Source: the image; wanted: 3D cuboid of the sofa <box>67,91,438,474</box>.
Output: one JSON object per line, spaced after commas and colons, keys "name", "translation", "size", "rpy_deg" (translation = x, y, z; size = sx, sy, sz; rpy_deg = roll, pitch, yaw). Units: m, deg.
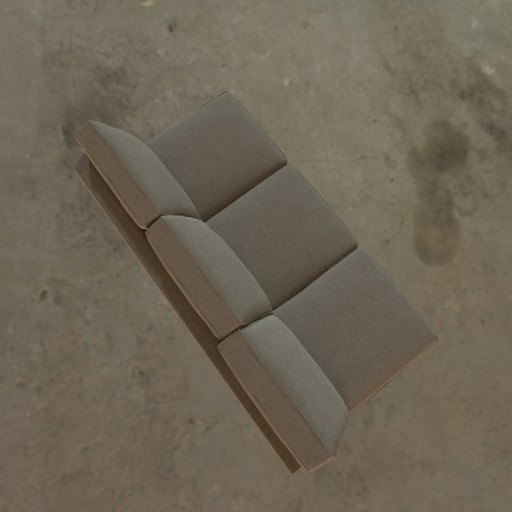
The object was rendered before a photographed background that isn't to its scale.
{"name": "sofa", "translation": [0.000, 0.000, 2.670], "size": [1.127, 1.036, 2.092], "rpy_deg": [-36, 78, -9]}
